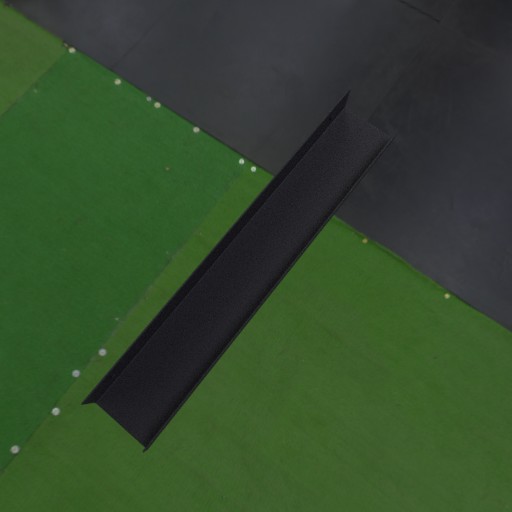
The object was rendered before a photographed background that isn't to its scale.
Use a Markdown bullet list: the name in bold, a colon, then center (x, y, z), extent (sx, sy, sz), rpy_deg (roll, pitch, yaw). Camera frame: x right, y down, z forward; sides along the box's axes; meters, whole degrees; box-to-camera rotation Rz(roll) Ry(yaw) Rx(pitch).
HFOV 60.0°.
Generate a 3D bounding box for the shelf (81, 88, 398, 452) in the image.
- **shelf**: center (0.000, 0.000, 0.654), extent (0.102, 0.053, 0.605), rpy_deg (37, 78, 9)
